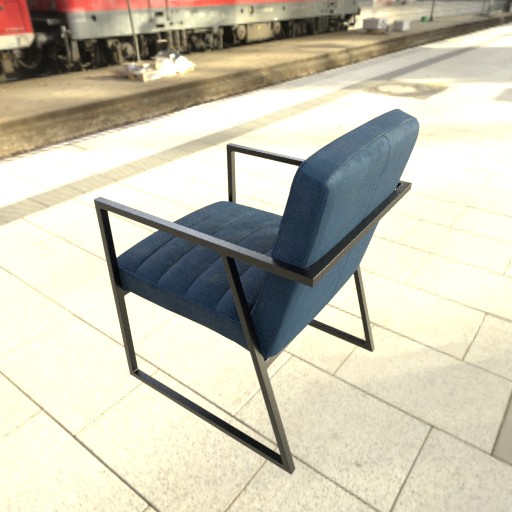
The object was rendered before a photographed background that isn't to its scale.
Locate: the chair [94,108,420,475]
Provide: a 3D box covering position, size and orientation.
[{"bbox_3d":[0.000,0.000,1.283,0.677,0.833,0.571,20,37,29],"label":"chair"}]
